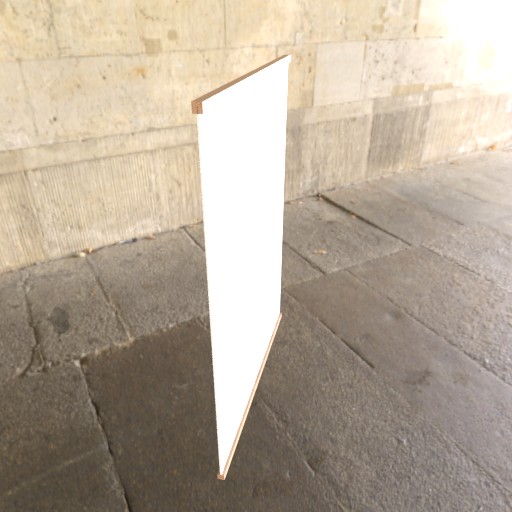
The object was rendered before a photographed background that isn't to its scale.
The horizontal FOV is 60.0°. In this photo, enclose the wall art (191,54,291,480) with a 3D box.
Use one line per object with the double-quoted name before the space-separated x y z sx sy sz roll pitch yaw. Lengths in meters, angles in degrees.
"wall art" 0.000 0.000 0.783 0.012 0.608 0.459 8 31 13
